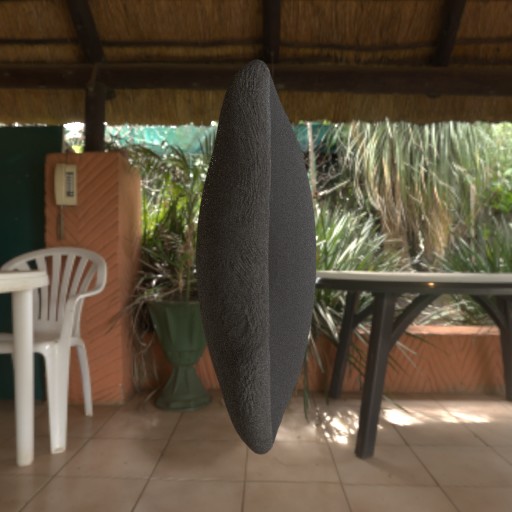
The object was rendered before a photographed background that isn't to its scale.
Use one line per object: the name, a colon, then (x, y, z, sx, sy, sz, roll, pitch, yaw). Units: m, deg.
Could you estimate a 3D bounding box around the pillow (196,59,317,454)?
pillow: (0.000, 0.000, 0.817, 0.210, 0.523, 0.533, 0, 0, 0)
